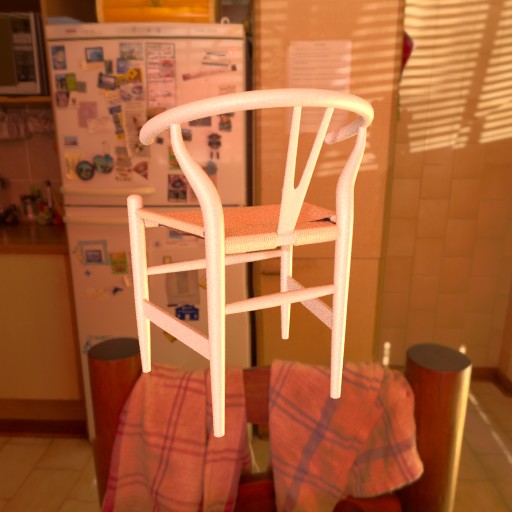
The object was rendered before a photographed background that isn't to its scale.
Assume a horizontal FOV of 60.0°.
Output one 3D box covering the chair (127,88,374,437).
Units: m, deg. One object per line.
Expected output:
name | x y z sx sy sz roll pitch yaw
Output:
chair | 0.000 0.000 1.100 0.533 0.736 0.500 -8 16 -27
